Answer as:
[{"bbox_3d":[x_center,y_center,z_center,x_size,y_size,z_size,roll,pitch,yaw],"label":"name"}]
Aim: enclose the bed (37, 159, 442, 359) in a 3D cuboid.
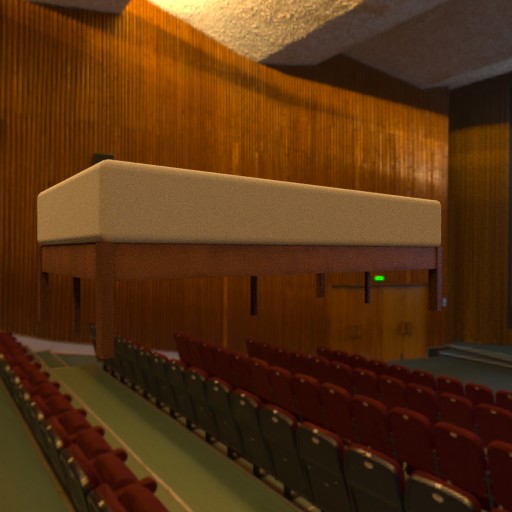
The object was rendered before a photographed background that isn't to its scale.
[{"bbox_3d":[0.000,0.000,2.308,1.902,0.616,0.961,0,1,-37],"label":"bed"}]
